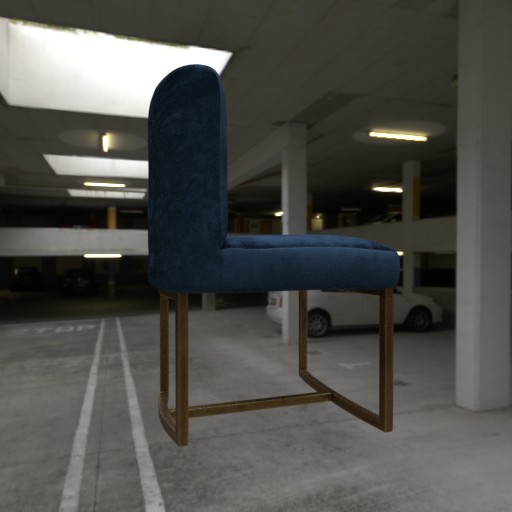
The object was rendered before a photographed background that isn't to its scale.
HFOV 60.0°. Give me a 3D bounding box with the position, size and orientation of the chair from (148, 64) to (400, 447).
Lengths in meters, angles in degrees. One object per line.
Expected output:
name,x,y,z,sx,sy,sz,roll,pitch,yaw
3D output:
chair,0.000,0.000,1.192,0.560,0.824,0.530,0,1,-19
